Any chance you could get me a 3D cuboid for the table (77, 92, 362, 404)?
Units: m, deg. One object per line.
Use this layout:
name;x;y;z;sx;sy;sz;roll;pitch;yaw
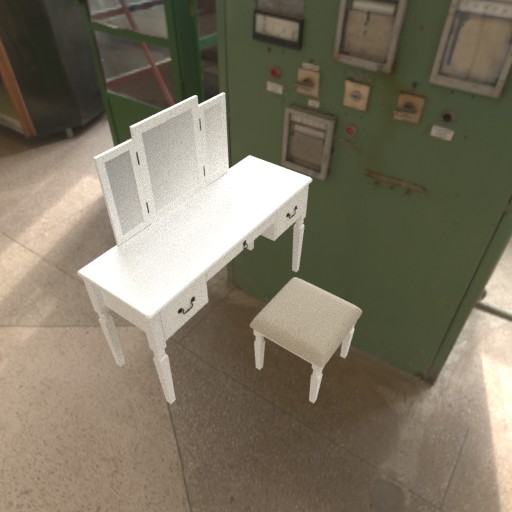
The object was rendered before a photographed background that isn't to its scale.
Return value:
table;0.000;0.000;2.324;1.115;1.310;1.369;26;48;26
